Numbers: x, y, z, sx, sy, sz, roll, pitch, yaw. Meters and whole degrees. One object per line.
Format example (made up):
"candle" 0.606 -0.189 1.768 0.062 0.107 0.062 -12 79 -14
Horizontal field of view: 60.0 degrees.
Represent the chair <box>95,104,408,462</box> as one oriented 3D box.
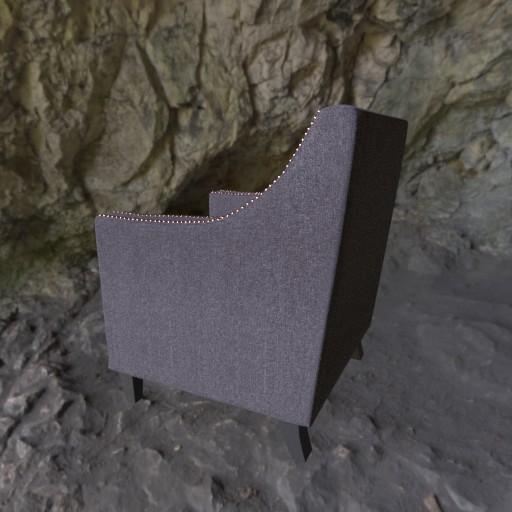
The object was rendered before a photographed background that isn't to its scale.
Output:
"chair" 0.000 0.000 1.595 0.884 0.967 0.776 7 17 25
